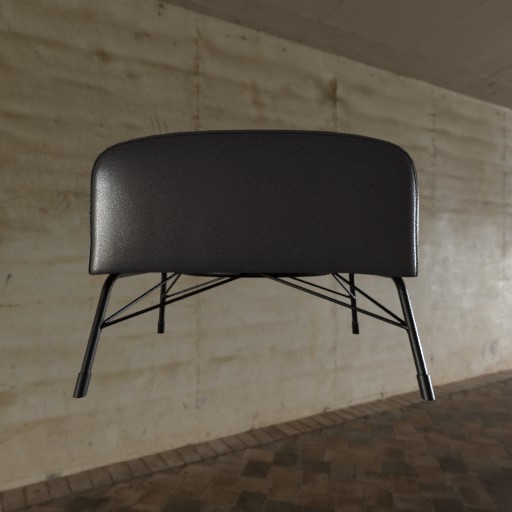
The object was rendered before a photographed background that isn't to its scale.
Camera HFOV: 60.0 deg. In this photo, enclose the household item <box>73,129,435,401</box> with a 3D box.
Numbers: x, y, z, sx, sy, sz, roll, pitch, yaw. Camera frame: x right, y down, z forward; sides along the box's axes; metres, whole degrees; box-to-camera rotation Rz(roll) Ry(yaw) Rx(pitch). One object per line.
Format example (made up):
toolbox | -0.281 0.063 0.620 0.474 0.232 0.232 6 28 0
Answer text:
household item | 0.000 0.000 0.903 0.530 0.410 0.530 0 1 1
